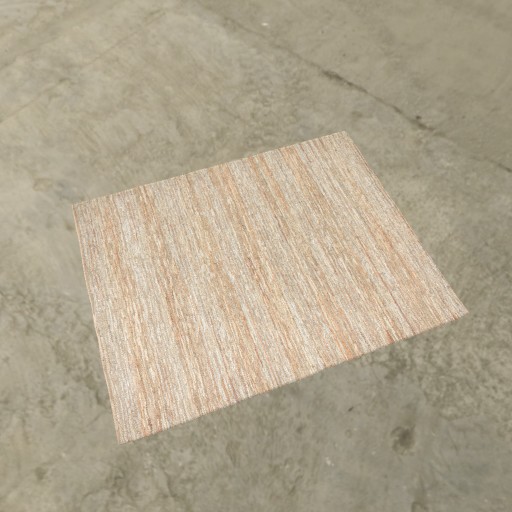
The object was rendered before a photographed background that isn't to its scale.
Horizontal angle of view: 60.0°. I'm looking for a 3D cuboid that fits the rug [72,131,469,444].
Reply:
[{"bbox_3d":[0.000,0.000,3.964,2.939,0.009,2.313,-18,61,-10],"label":"rug"}]
